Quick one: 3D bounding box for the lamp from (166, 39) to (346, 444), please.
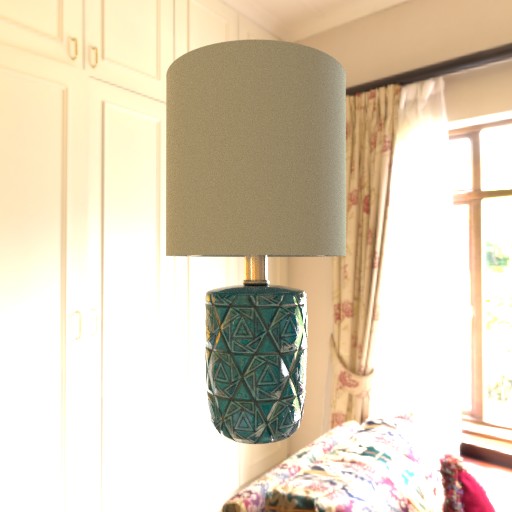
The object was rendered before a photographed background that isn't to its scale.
[{"bbox_3d":[0.000,0.000,0.482,0.193,0.377,0.193,0,-1,0],"label":"lamp"}]
